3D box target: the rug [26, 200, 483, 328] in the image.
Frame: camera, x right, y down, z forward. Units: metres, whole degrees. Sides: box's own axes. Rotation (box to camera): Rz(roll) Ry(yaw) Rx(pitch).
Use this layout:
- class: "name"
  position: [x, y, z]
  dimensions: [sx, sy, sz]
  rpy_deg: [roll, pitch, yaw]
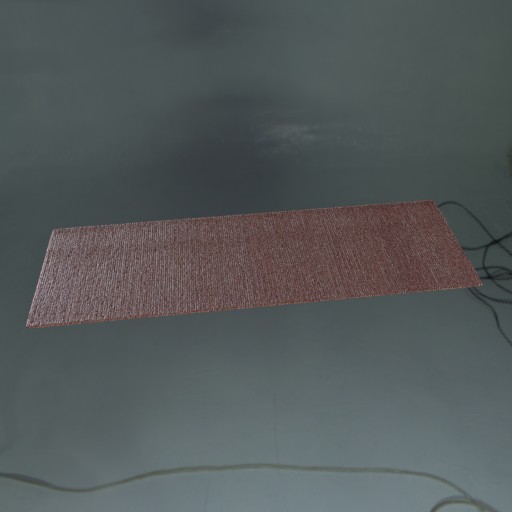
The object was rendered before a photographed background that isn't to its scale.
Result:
- class: "rug"
  position: [0.000, 0.000, 2.448]
  dimensions: [2.307, 0.012, 0.687]
  rpy_deg: [-5, 48, -4]
